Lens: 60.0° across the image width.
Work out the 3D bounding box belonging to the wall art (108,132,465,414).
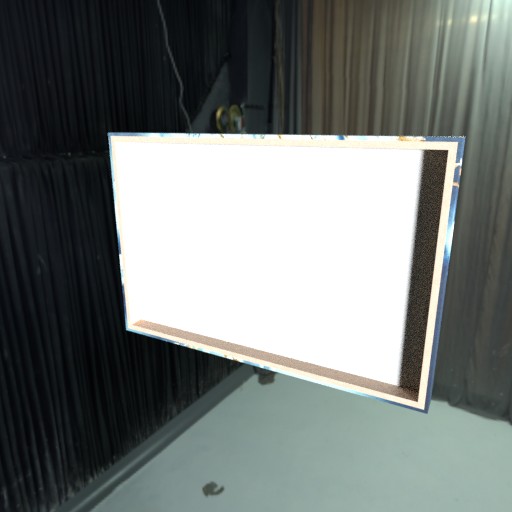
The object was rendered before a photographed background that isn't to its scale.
[{"bbox_3d":[0.000,0.000,0.765,0.607,0.405,0.036,9,19,27],"label":"wall art"}]
